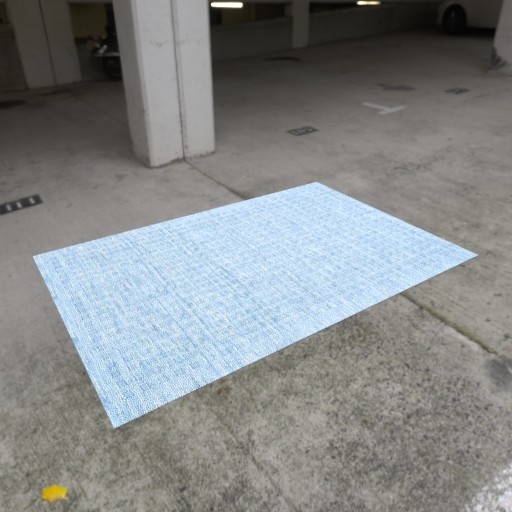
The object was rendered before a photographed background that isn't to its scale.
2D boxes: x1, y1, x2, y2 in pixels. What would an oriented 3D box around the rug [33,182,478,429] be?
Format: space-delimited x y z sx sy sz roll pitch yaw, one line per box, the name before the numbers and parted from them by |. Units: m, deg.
rug | 0.000 0.000 2.732 2.286 0.006 1.522 -19 35 -29
